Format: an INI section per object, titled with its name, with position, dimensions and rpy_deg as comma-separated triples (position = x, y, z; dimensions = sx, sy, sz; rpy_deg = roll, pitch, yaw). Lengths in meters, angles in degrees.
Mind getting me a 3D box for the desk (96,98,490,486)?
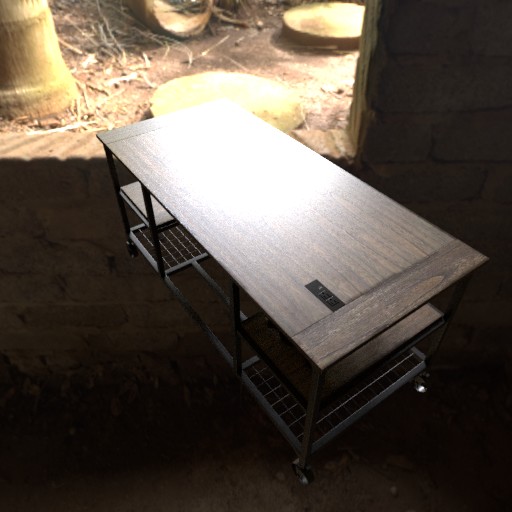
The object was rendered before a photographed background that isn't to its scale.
[desk]
position = 0.000, 0.000, 1.974
dimensions = 0.711, 0.751, 1.590
rpy_deg = -25, 48, -26
